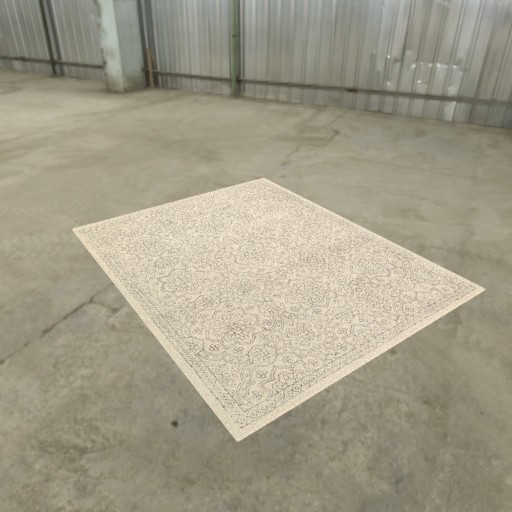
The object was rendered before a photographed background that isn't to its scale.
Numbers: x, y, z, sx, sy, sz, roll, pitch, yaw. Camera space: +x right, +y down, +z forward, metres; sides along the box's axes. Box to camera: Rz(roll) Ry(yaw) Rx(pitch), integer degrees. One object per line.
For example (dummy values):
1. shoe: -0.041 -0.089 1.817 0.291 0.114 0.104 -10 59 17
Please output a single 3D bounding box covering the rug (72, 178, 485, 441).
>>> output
1. rug: 0.000 0.000 4.076 2.441 0.015 3.050 -20 37 -30
